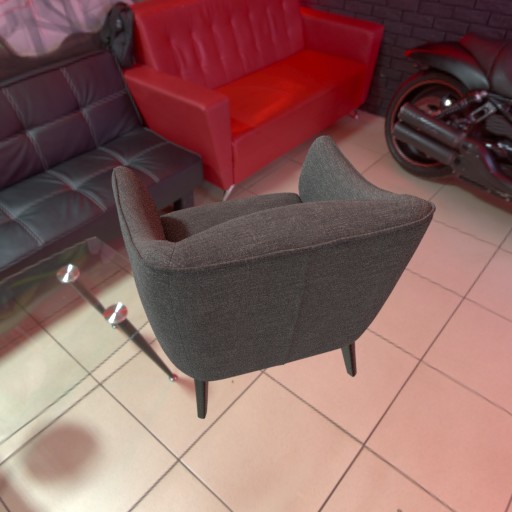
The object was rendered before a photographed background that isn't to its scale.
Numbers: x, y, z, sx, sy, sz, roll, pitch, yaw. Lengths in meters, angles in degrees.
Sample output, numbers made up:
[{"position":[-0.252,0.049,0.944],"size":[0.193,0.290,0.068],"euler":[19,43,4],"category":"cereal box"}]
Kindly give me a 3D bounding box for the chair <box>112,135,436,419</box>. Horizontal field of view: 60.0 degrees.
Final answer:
[{"position":[0.000,0.000,1.545],"size":[0.870,0.829,0.851],"euler":[-12,44,-12],"category":"chair"}]
